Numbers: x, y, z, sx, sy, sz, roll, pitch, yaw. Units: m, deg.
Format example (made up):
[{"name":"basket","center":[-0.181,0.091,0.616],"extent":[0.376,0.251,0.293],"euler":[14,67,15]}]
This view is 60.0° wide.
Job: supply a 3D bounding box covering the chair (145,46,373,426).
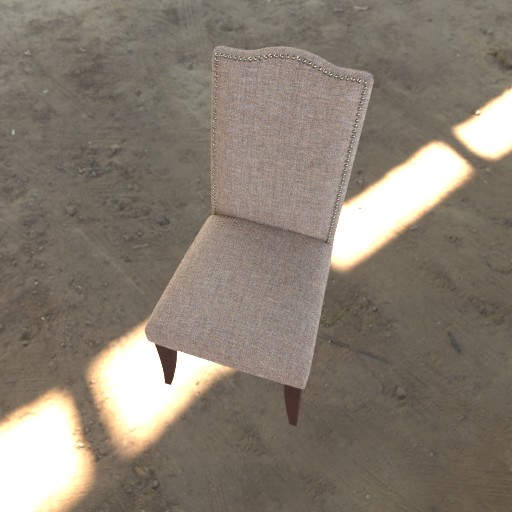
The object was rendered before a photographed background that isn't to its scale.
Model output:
[{"name":"chair","center":[0.000,0.000,1.386],"extent":[0.513,1.016,0.660],"euler":[15,57,10]}]
